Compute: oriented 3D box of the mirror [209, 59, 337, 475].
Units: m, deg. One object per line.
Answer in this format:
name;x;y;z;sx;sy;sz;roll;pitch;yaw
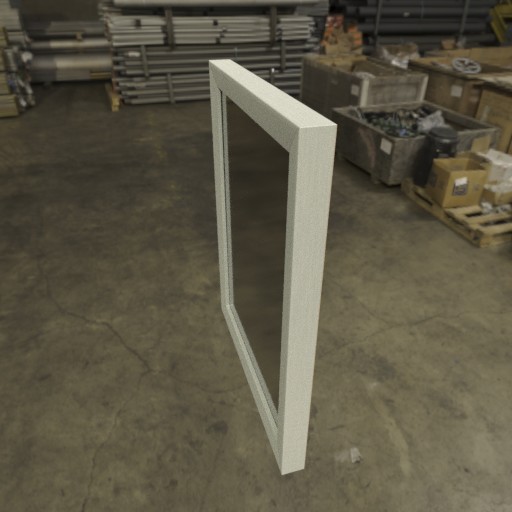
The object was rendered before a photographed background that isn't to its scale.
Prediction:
mirror;0.000;0.000;0.686;0.041;0.508;0.405;-9;33;-14
